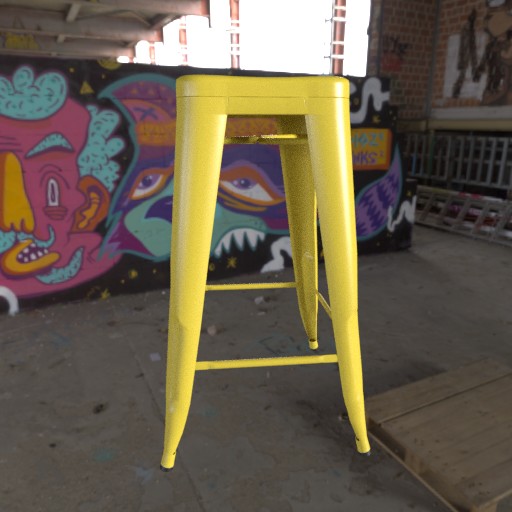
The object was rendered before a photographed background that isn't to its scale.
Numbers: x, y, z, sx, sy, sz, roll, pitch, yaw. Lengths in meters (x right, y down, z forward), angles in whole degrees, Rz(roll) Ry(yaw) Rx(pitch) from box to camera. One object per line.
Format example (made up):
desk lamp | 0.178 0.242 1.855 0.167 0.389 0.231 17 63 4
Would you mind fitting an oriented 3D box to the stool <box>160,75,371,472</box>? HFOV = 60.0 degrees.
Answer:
stool | 0.000 0.000 0.839 0.359 0.609 0.399 -2 16 -6
